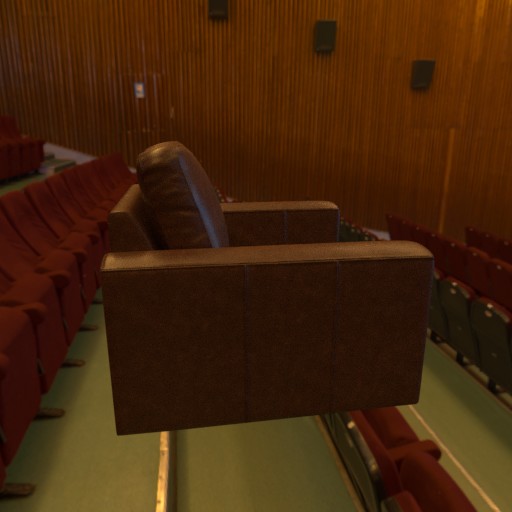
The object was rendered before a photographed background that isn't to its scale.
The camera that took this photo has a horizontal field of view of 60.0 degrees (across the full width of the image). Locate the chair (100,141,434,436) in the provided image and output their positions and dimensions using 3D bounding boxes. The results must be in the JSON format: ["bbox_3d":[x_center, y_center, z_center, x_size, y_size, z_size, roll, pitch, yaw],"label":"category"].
[{"bbox_3d":[0.000,0.000,1.760,1.016,0.873,1.005,-3,16,-9],"label":"chair"}]
